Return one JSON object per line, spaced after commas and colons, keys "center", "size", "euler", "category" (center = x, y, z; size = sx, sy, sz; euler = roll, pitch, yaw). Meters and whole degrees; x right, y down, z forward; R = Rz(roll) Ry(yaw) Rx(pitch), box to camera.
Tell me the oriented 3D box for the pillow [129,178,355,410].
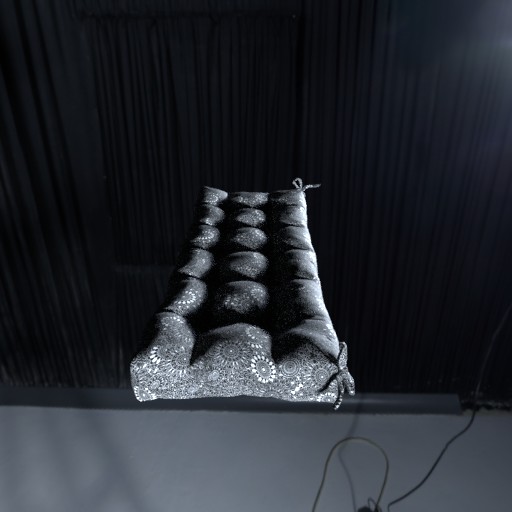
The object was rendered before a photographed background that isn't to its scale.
{"center": [0.000, 0.000, 1.374], "size": [0.511, 0.174, 1.194], "euler": [0, 27, 1], "category": "pillow"}
